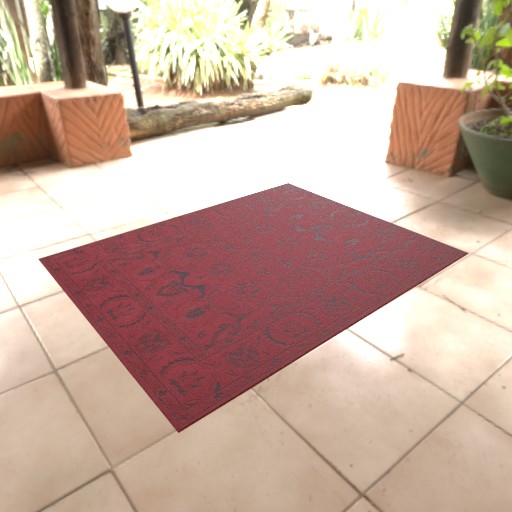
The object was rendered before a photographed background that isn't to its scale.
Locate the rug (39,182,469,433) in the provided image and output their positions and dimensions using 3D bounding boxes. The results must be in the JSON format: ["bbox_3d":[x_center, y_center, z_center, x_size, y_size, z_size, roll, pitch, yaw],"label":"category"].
[{"bbox_3d":[0.000,0.000,3.828,2.929,0.012,2.300,-22,36,-34],"label":"rug"}]
